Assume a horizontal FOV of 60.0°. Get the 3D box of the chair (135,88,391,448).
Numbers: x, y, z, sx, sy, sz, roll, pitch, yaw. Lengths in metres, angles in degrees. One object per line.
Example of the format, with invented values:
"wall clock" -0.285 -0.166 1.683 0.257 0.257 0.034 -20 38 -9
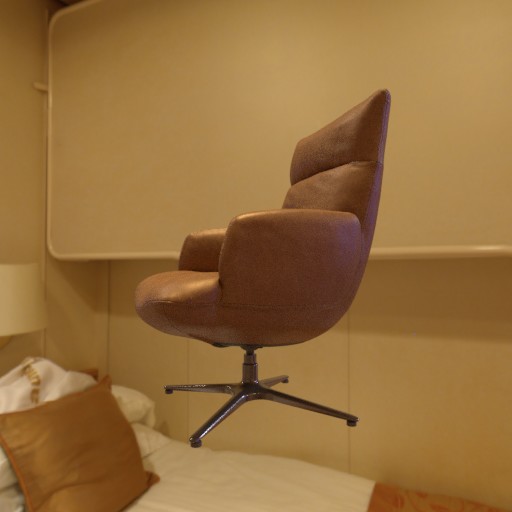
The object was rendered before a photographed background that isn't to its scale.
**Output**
"chair" 0.000 0.000 1.522 0.794 1.027 0.711 0 -1 -19
